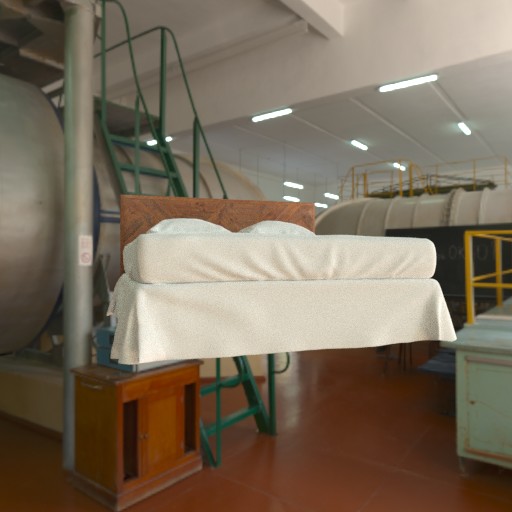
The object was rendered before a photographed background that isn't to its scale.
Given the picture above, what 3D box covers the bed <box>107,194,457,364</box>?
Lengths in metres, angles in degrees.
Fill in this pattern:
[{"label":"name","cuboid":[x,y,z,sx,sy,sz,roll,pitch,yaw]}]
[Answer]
[{"label":"bed","cuboid":[0.000,0.000,3.525,2.255,1.158,2.165,0,0,-18]}]
